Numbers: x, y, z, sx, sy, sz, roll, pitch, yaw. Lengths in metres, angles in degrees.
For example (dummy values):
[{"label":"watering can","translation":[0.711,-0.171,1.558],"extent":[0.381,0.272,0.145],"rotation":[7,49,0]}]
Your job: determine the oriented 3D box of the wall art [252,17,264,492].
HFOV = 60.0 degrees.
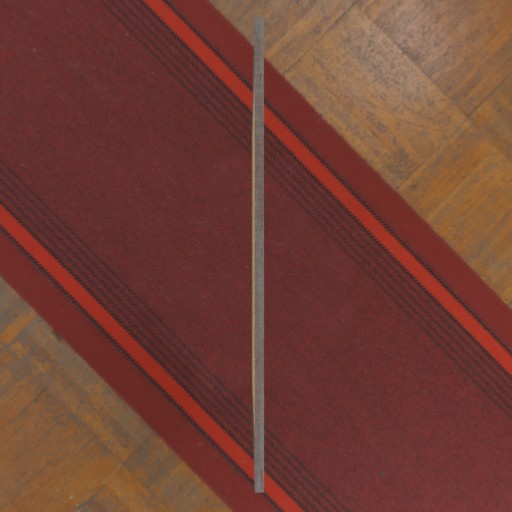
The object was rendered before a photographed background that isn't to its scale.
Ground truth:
[{"label":"wall art","translation":[0.000,0.000,1.329],"extent":[0.019,0.774,1.012],"rotation":[0,89,-1]}]
